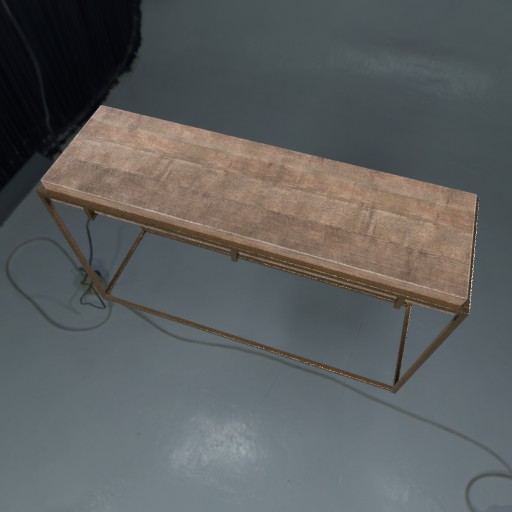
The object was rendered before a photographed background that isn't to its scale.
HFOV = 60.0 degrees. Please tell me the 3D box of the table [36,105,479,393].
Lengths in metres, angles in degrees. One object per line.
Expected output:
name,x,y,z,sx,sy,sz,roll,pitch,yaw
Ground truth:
table,0.000,0.000,1.778,1.400,0.820,0.440,16,58,10
